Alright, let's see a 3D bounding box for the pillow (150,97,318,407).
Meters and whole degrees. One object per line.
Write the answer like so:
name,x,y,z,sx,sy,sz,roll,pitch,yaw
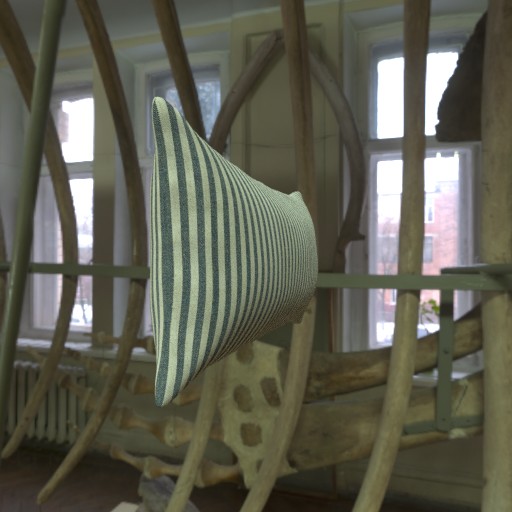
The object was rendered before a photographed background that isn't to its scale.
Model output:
pillow,0.000,0.000,0.706,0.151,0.295,0.617,0,-1,18
